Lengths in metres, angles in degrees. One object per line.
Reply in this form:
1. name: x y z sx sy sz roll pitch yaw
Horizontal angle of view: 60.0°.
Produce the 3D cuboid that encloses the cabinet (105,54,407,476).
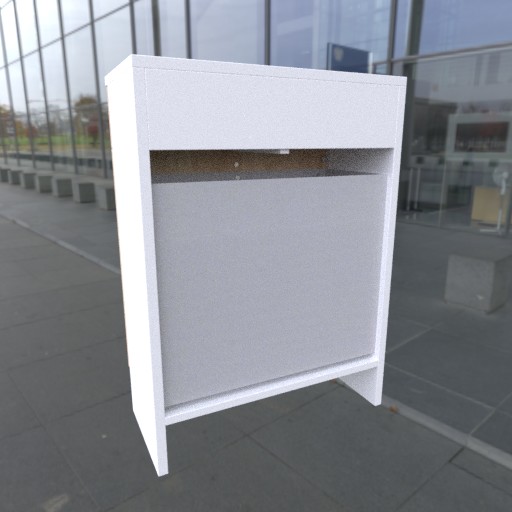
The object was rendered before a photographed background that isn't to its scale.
1. cabinet: 0.000 0.000 1.079 0.600 0.815 0.296 -7 16 -25
